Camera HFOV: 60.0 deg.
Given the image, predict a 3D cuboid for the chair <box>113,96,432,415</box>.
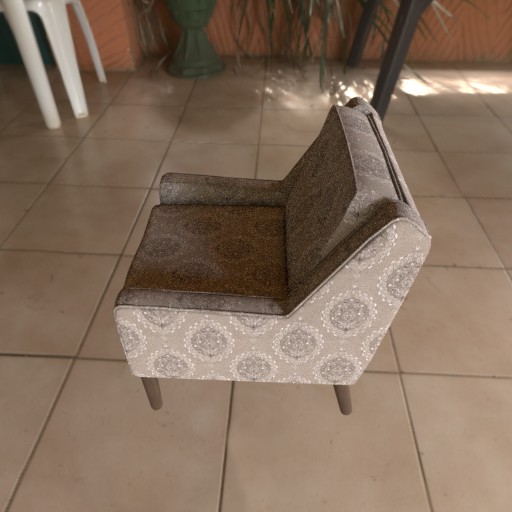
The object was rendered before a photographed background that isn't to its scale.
[{"bbox_3d":[0.000,0.000,1.377,0.750,0.797,0.665,1,41,1],"label":"chair"}]
